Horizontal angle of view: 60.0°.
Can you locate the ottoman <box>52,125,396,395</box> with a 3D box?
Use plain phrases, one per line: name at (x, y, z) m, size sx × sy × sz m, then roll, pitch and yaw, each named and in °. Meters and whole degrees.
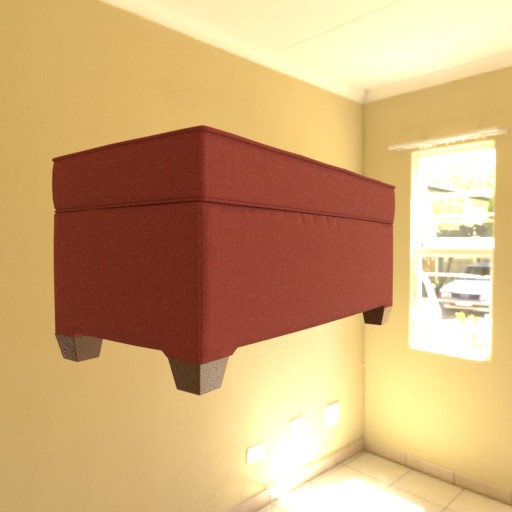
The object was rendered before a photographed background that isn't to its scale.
ottoman at (0.000, 0.000, 1.227) m, size 0.497 × 0.454 × 0.948 m, roll 1°, pitch 1°, yaw 36°
